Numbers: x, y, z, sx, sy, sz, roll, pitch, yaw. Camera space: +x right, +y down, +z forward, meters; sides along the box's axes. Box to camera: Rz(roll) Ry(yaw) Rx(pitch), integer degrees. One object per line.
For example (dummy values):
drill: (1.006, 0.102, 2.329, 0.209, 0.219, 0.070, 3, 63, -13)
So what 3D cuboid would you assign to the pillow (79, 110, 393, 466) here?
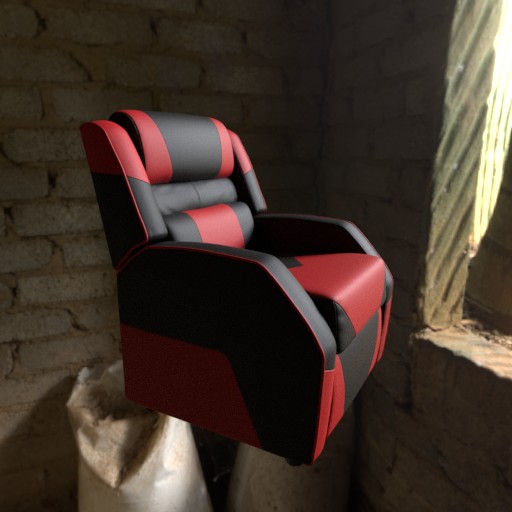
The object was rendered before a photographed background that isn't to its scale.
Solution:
pillow: (0.000, 0.000, 1.274, 0.672, 0.805, 0.620, 8, 16, 29)
